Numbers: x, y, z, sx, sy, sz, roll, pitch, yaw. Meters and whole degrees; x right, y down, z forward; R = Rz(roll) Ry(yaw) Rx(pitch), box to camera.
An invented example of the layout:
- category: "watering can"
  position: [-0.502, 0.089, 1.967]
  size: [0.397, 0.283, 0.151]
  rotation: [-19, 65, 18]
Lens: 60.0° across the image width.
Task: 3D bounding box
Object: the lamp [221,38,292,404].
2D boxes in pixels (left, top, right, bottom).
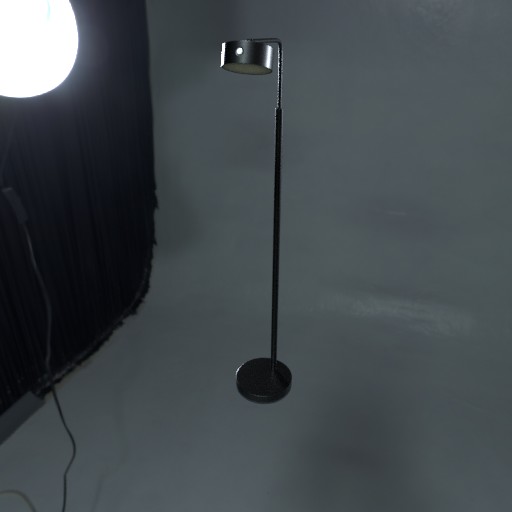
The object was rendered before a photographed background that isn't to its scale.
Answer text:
- category: "lamp"
  position: [0.000, 0.000, 1.393]
  size: [0.219, 1.230, 0.418]
  rotation: [9, 28, 16]
